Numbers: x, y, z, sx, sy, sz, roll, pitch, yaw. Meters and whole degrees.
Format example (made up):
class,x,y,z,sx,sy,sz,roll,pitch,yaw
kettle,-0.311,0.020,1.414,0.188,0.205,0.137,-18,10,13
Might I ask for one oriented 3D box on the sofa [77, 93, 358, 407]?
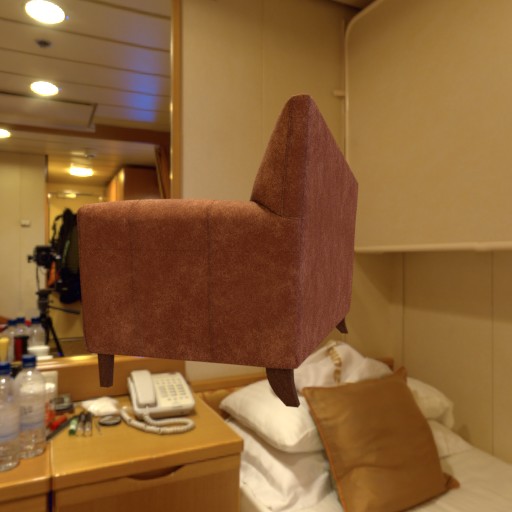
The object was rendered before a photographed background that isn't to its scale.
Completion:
class,x,y,z,sx,sy,sz,roll,pitch,yaw
sofa,0.000,0.000,2.000,0.787,0.871,1.473,0,0,18
